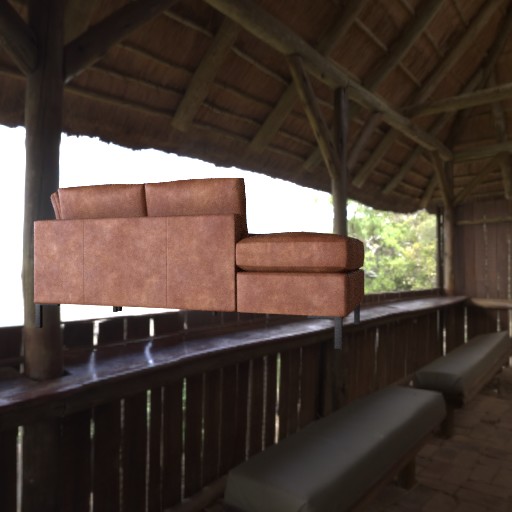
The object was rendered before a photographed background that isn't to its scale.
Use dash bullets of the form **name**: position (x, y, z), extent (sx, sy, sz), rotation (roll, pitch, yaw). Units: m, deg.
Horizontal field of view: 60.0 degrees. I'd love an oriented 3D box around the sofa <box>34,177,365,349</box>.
- **sofa**: position (0.000, 0.000, 3.796), extent (1.938, 0.877, 2.984), rotation (0, 0, 19)
